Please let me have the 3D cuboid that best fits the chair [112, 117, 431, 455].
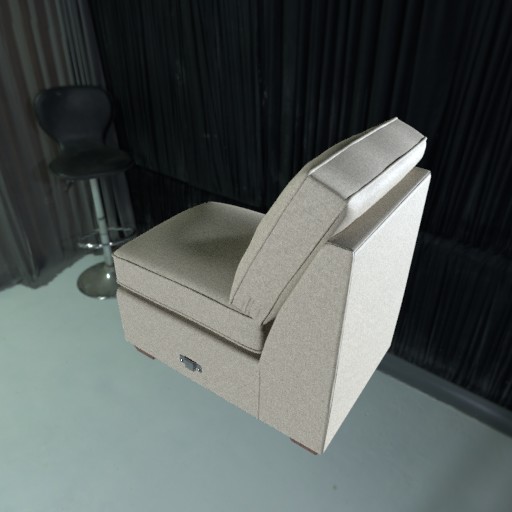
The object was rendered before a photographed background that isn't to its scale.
[{"bbox_3d":[0.000,0.000,1.727,1.020,1.058,0.674,20,37,29],"label":"chair"}]
